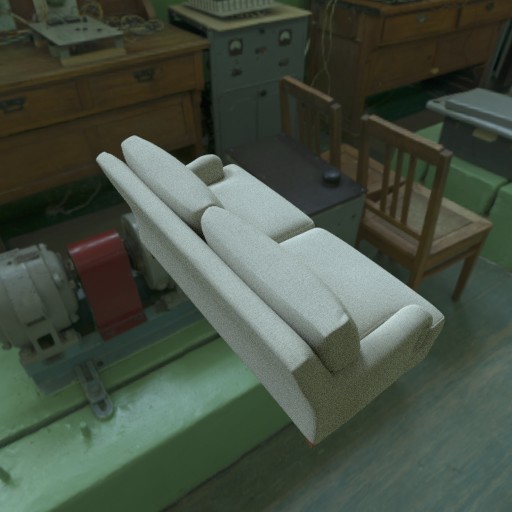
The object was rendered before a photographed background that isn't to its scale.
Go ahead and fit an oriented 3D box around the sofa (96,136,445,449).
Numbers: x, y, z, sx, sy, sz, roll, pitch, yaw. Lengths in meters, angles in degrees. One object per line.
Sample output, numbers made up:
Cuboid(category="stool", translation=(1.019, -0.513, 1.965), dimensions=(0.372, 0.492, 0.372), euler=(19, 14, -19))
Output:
Cuboid(category="sofa", translation=(0.000, 0.000, 2.724), dimensions=(1.091, 0.997, 2.070), euler=(-26, 47, -26))
